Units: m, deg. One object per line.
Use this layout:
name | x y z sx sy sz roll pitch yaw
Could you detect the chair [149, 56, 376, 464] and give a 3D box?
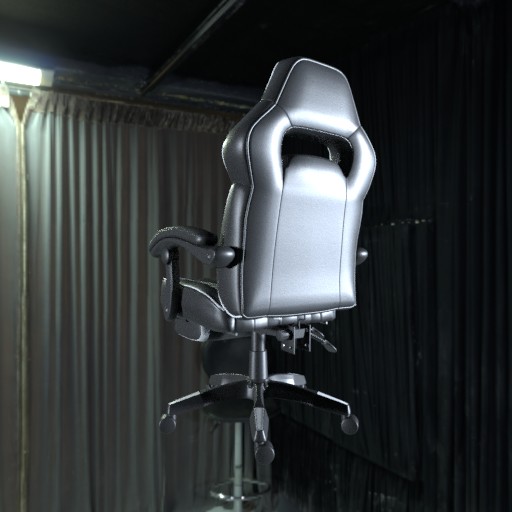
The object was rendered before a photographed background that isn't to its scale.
chair | 0.000 0.000 1.617 0.676 1.200 0.700 0 0 -36
